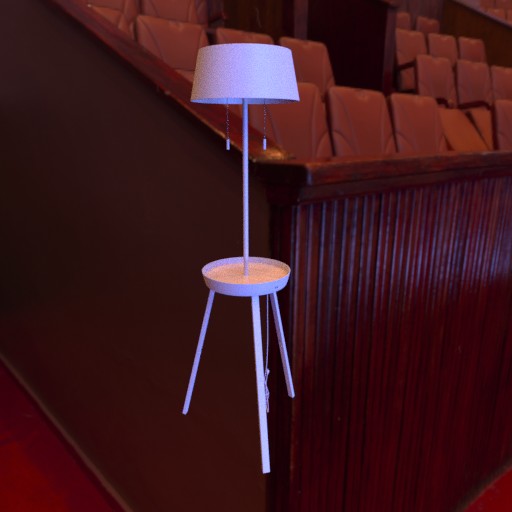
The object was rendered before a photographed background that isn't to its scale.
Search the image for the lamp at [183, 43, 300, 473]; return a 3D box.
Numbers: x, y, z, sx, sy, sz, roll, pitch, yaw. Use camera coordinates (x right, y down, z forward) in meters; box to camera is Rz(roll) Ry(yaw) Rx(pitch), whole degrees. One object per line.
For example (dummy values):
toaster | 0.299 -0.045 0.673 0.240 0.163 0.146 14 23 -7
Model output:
lamp | 0.000 0.000 1.678 0.508 1.429 0.468 16 22 43
